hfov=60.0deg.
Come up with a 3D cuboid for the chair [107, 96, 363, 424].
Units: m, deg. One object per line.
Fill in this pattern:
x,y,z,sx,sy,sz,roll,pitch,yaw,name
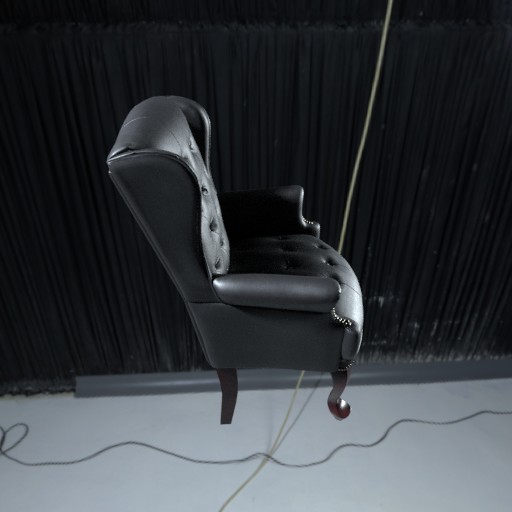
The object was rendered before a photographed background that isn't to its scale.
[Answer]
0.000,0.000,1.678,0.822,1.133,0.831,-2,31,-3,chair
